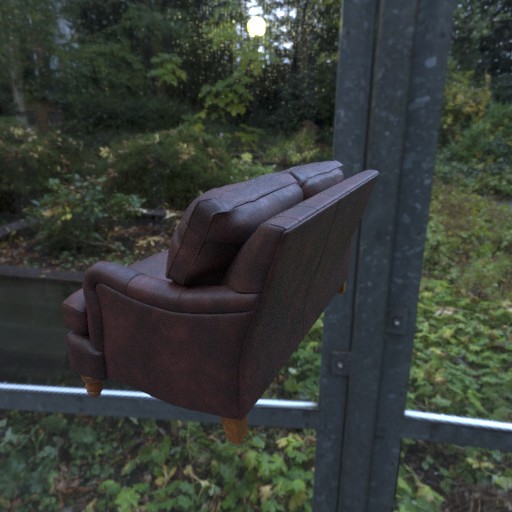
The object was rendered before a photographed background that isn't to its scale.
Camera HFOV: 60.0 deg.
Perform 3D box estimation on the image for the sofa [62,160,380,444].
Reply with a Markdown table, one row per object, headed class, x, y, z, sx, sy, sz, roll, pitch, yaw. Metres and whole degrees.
| class | x | y | z | sx | sy | sz | roll | pitch | yaw |
| --- | --- | --- | --- | --- | --- | --- | --- | --- | --- |
| sofa | 0.000 | 0.000 | 2.796 | 1.147 | 1.071 | 2.144 | 7 | 19 | 23 |
